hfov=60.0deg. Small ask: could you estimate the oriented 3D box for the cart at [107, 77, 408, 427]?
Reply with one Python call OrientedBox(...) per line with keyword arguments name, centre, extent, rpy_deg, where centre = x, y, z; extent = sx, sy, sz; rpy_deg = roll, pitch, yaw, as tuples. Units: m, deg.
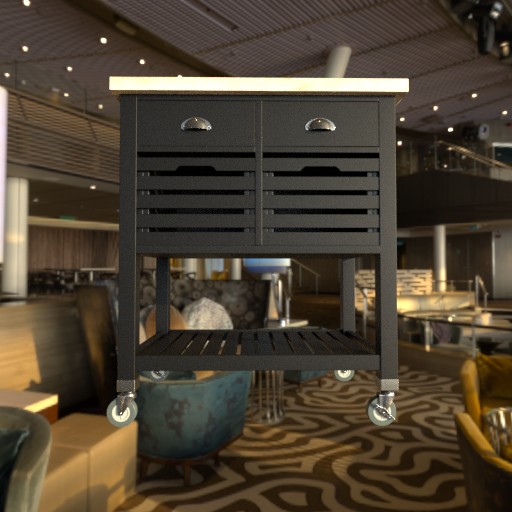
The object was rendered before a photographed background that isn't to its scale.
OrientedBox(name="cart", centre=(0.000, 0.000, 1.434), extent=(0.797, 0.920, 0.567), rpy_deg=(0, -2, -1))
